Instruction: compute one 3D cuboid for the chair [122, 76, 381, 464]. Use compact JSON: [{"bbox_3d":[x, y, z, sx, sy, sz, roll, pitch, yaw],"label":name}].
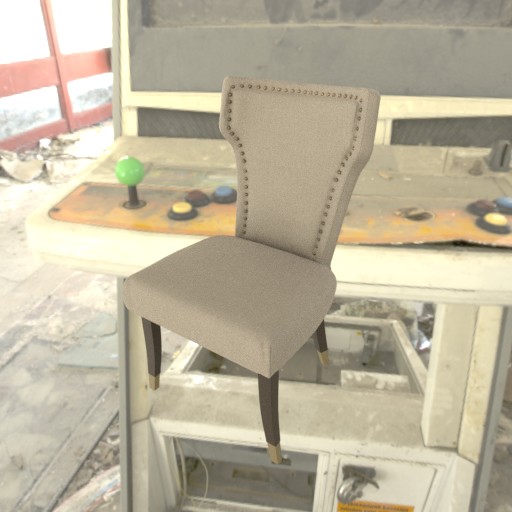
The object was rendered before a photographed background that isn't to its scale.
[{"bbox_3d":[0.000,0.000,1.343,0.526,0.950,0.630,18,34,30],"label":"chair"}]
